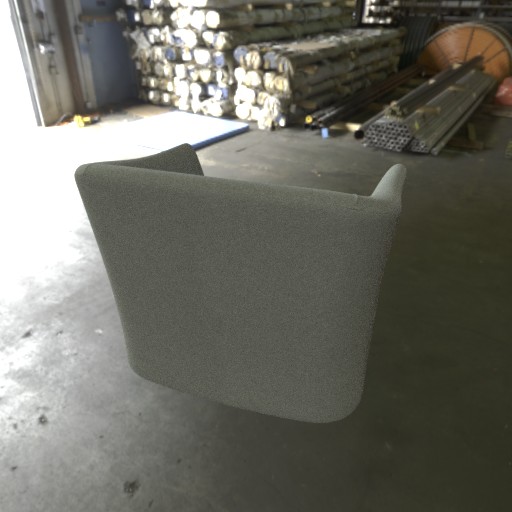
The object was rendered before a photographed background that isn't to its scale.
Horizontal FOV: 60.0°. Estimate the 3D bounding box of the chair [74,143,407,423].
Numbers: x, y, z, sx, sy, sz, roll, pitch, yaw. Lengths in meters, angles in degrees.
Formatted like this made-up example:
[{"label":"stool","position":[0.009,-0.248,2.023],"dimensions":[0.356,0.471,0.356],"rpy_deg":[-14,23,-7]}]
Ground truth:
[{"label":"chair","position":[0.000,0.000,1.342],"dimensions":[0.790,0.720,0.700],"rpy_deg":[9,32,15]}]
